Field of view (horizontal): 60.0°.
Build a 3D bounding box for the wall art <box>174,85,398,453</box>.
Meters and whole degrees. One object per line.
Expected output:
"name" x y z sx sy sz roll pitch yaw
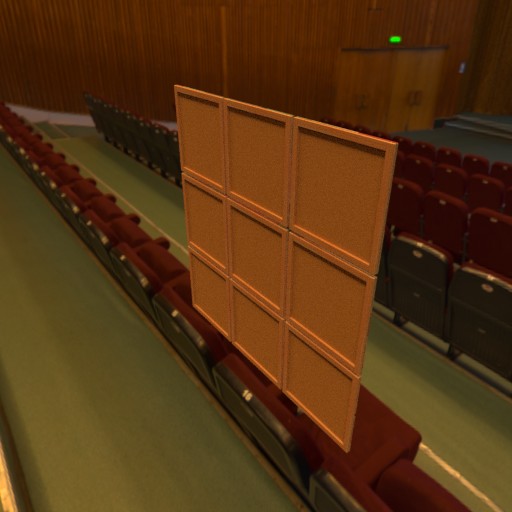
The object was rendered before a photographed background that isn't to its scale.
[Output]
"wall art" 0.000 0.000 1.398 0.012 0.910 0.911 -20 35 -31
